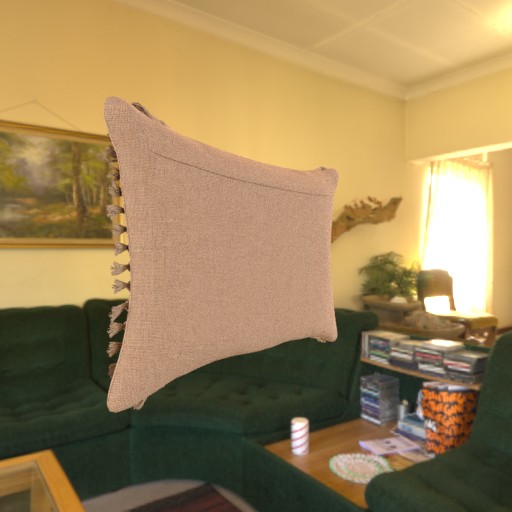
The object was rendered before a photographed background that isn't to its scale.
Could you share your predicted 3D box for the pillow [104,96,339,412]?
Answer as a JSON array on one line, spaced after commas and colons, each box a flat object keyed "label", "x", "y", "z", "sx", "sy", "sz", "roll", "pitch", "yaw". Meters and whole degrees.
[{"label": "pillow", "x": 0.000, "y": 0.000, "z": 0.595, "sx": 0.084, "sy": 0.305, "sz": 0.466, "roll": 0, "pitch": 1, "yaw": 37}]
